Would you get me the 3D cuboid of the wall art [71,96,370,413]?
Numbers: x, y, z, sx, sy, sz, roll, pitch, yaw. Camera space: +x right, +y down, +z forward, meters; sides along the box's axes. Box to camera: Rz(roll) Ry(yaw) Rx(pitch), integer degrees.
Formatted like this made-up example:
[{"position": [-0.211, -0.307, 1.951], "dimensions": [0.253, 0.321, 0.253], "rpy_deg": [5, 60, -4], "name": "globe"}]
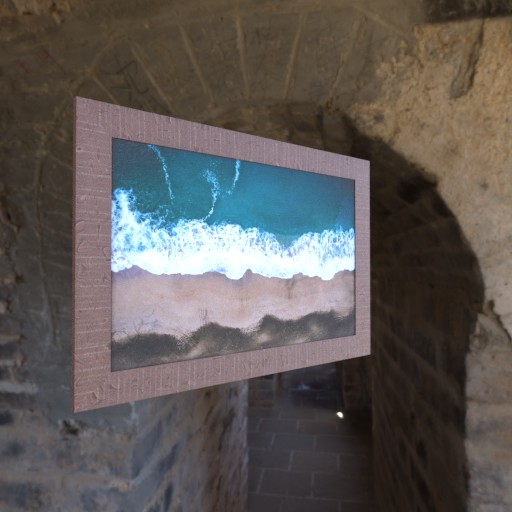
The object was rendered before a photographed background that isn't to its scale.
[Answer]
[{"position": [0.000, 0.000, 1.163], "dimensions": [0.917, 0.626, 0.019], "rpy_deg": [1, -1, -38], "name": "wall art"}]
